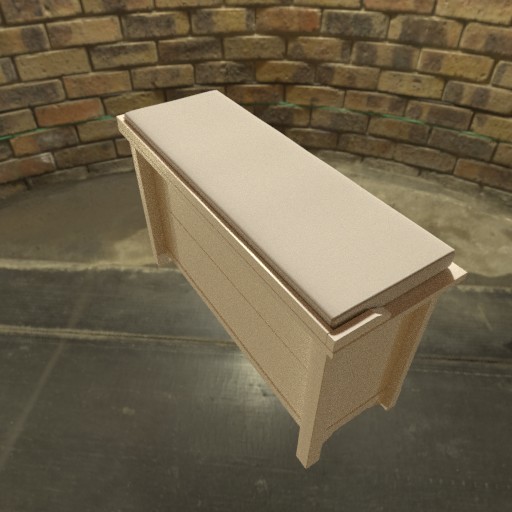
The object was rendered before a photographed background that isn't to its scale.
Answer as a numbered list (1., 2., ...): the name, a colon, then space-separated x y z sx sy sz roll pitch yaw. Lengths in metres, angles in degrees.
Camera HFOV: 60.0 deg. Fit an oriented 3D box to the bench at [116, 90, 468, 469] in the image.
1. bench: 0.000 0.000 1.271 0.346 0.589 0.987 -24 48 -24
